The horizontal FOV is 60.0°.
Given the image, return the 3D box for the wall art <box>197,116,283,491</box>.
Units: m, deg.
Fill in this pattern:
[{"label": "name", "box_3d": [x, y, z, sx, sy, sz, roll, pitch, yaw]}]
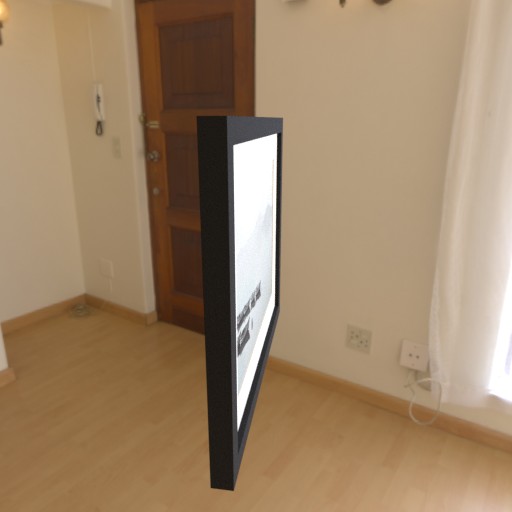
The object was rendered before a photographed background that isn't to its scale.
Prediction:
[{"label": "wall art", "box_3d": [0.000, 0.000, 0.759, 0.030, 0.454, 0.554, 3, 17, 9]}]
